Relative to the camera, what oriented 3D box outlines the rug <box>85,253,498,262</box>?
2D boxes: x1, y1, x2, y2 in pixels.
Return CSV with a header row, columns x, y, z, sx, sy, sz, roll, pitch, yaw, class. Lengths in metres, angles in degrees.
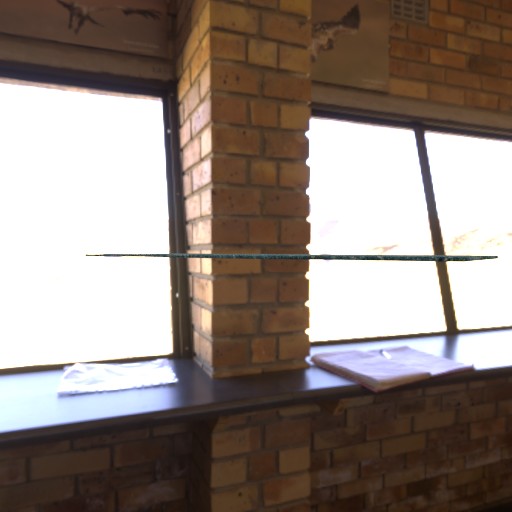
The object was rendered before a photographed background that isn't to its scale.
x,y,z,sx,sy,sz,roll,pitch,yaw,class
0.000,0.000,2.456,2.286,0.016,0.676,1,1,37,rug
